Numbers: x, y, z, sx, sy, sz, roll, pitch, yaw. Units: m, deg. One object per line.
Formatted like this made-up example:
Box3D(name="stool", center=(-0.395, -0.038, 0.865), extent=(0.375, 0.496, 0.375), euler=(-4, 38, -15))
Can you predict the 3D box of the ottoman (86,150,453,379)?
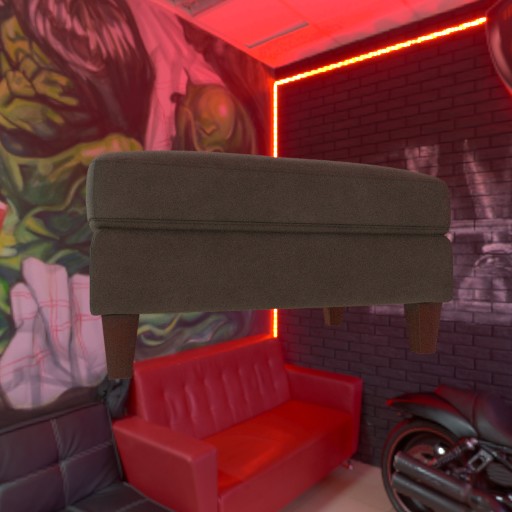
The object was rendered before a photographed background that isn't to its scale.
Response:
Box3D(name="ottoman", center=(0.000, 0.000, 1.221), extent=(0.864, 0.483, 0.584), euler=(0, 0, -18))
